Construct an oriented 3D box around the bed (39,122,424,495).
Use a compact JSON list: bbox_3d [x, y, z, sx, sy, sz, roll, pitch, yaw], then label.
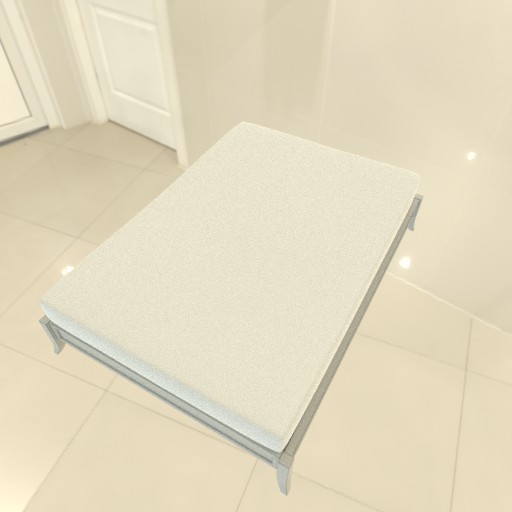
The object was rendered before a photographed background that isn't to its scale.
[{"bbox_3d":[0.000,0.000,2.623,1.460,0.510,1.985,23,51,20],"label":"bed"}]
